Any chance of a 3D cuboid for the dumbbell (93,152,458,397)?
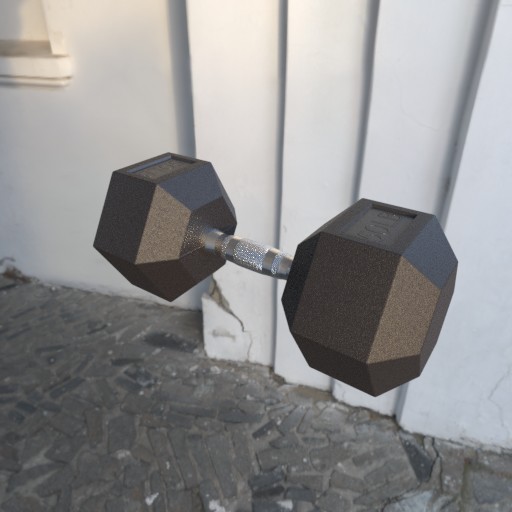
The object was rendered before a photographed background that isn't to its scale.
[{"bbox_3d":[0.000,0.000,0.477,0.384,0.150,0.173,19,35,30],"label":"dumbbell"}]
